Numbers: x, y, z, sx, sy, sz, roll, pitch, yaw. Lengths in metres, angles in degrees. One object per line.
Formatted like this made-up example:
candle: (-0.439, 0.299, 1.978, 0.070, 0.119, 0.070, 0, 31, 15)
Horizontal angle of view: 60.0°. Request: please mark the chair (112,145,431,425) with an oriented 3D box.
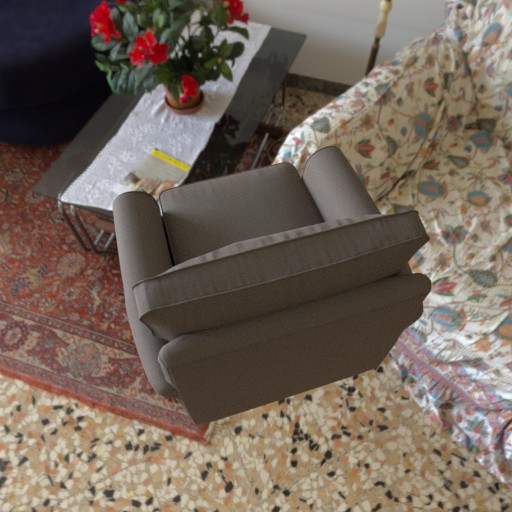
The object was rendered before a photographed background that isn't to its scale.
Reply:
chair: (0.000, 0.000, 1.770, 1.029, 0.967, 0.966, -15, 59, -9)
